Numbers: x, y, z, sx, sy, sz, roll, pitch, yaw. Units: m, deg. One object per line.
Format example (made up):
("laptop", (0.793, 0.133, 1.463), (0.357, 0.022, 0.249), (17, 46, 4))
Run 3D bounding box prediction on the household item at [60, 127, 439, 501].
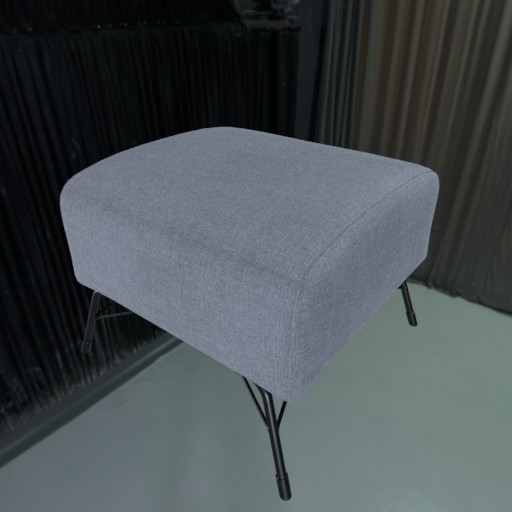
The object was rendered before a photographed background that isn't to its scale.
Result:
("household item", (0.000, 0.000, 0.871), (0.530, 0.410, 0.530), (21, 36, 32))
